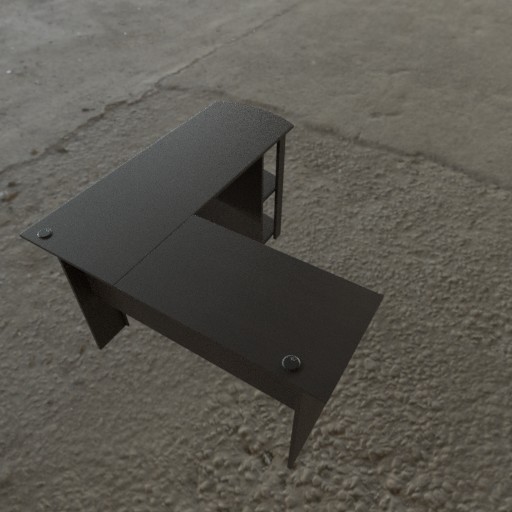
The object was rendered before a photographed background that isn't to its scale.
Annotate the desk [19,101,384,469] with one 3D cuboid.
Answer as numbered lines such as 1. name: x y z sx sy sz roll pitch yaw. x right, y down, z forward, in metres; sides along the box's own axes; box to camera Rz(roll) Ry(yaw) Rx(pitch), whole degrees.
1. desk: 0.000 0.000 2.122 1.303 0.716 1.361 24 50 22
